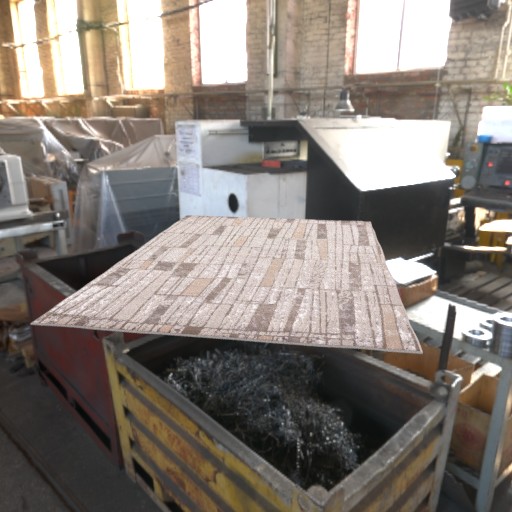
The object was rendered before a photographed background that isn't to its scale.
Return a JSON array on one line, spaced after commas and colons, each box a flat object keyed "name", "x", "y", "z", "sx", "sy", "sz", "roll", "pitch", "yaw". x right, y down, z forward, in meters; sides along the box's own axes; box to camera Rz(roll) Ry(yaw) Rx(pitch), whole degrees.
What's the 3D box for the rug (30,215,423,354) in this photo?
[{"name": "rug", "x": 0.000, "y": 0.000, "z": 4.267, "sx": 2.449, "sy": 0.019, "sz": 3.357, "roll": 3, "pitch": 18, "yaw": 8}]
